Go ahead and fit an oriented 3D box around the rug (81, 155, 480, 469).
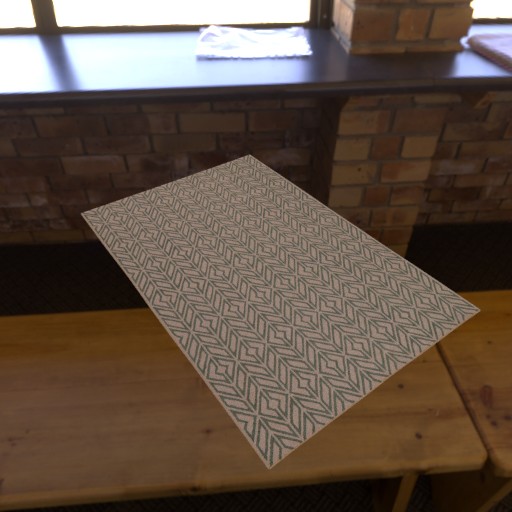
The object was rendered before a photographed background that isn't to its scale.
[{"bbox_3d":[0.000,0.000,2.321,1.220,0.007,1.828,-25,47,-26],"label":"rug"}]
